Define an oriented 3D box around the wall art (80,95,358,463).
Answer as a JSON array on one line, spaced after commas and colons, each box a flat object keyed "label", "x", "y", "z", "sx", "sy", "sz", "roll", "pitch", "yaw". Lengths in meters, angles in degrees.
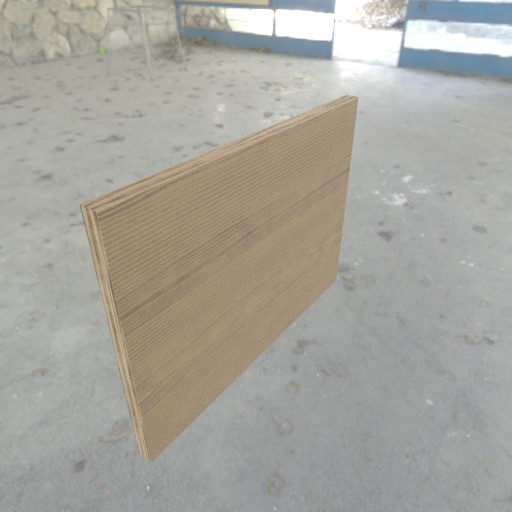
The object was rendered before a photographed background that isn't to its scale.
[{"label": "wall art", "x": 0.000, "y": 0.000, "z": 1.093, "sx": 0.063, "sy": 0.609, "sz": 0.841, "roll": 22, "pitch": 39, "yaw": 30}]
